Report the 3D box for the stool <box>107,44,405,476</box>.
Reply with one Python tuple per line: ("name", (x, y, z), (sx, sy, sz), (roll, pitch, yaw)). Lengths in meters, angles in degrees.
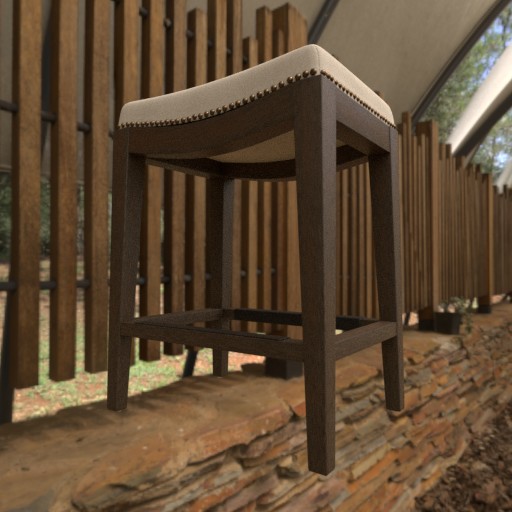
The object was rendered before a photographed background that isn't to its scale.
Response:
("stool", (0.000, 0.000, 0.921), (0.500, 0.642, 0.361), (-1, -1, 35))
